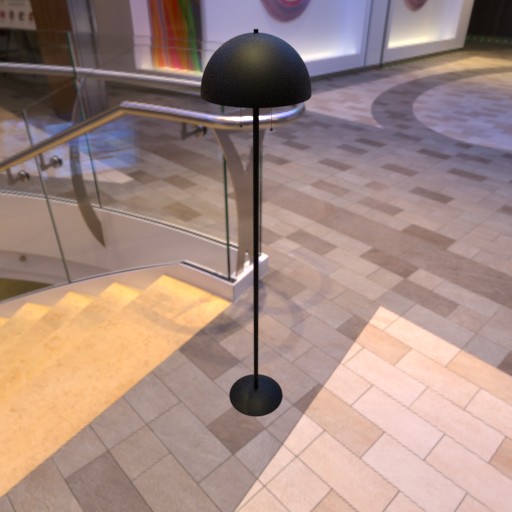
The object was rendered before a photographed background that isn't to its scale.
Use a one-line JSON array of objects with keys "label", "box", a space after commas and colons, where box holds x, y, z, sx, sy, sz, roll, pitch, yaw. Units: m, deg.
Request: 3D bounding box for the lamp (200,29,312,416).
[{"label": "lamp", "box": [0.000, 0.000, 1.617, 0.328, 1.480, 0.328, 0, 32, 0]}]
